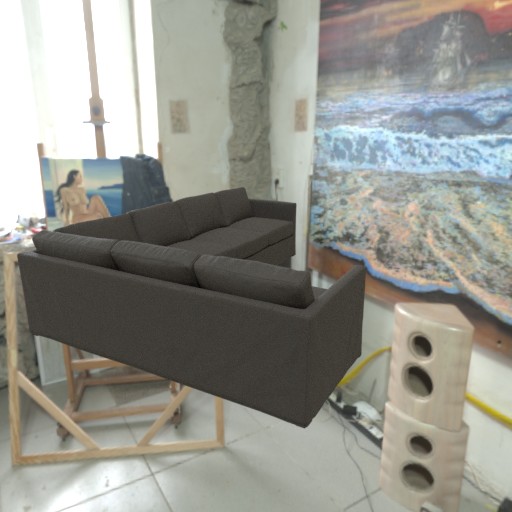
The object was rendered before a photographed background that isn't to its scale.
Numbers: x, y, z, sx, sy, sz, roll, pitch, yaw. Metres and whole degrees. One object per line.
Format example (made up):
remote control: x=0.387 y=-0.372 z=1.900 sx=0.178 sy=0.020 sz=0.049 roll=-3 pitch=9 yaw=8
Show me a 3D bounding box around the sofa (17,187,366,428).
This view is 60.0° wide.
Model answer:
sofa: x=0.000 y=0.000 z=4.195 sx=2.432 sy=0.871 sz=3.182 roll=9 pitch=19 yaw=28
